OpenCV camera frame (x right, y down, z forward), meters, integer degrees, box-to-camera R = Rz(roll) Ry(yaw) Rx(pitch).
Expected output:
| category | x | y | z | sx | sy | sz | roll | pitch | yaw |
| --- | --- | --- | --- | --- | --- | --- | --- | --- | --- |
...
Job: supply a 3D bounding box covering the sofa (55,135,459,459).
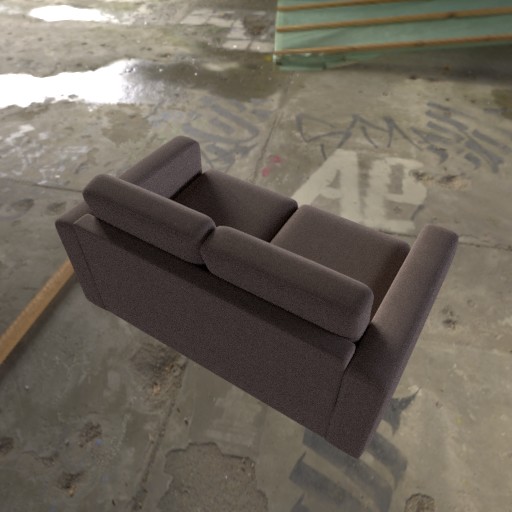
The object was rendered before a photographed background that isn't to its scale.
| category | x | y | z | sx | sy | sz | roll | pitch | yaw |
| --- | --- | --- | --- | --- | --- | --- | --- | --- | --- |
| sofa | 0.000 | 0.000 | 2.004 | 1.520 | 0.800 | 0.900 | 24 | 50 | 22 |
